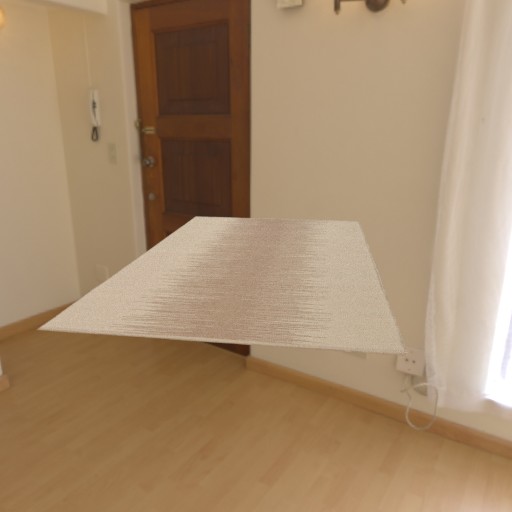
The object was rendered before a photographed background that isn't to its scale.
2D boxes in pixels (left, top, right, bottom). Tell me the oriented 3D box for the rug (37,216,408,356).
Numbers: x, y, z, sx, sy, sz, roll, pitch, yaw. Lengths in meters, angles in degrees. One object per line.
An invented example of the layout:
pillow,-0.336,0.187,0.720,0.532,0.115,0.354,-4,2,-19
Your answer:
rug,0.000,0.000,2.931,1.522,0.012,2.440,2,17,8
